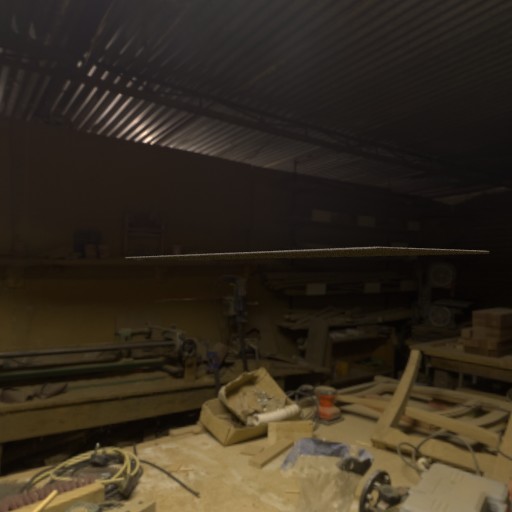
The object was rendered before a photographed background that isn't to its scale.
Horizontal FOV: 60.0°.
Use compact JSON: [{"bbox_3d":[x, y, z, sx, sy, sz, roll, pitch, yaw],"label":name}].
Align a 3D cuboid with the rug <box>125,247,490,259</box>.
[{"bbox_3d":[0.000,0.000,2.705,0.769,0.012,2.448,1,-1,-36],"label":"rug"}]
